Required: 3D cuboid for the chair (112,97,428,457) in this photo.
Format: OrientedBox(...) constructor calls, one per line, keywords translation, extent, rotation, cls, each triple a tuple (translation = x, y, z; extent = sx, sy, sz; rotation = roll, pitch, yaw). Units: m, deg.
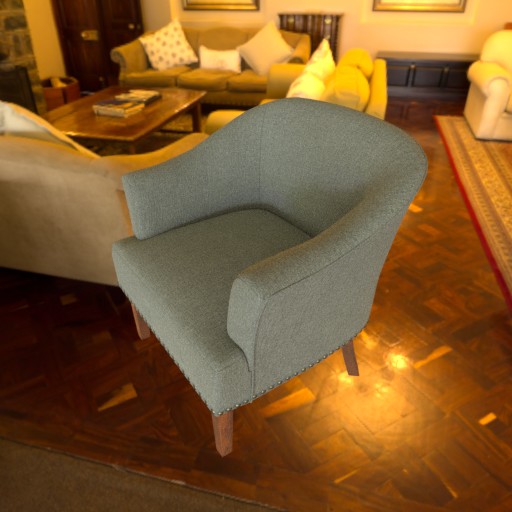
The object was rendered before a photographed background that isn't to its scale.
OrientedBox(translation=(0.000, 0.000, 1.388), extent=(0.704, 0.815, 0.798), rotation=(-20, 37, -29), cls="chair")
